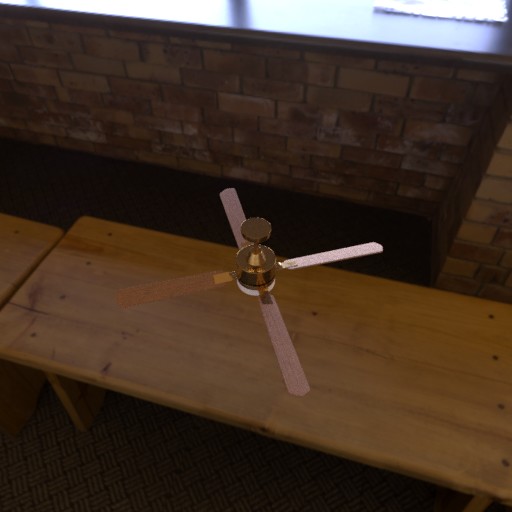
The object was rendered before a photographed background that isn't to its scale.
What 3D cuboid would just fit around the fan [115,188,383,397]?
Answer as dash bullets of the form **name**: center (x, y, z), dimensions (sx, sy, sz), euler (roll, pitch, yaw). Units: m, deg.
- **fan**: center (0.000, 0.000, 2.050), dimensions (1.320, 0.355, 1.320), euler (-11, 47, -10)
